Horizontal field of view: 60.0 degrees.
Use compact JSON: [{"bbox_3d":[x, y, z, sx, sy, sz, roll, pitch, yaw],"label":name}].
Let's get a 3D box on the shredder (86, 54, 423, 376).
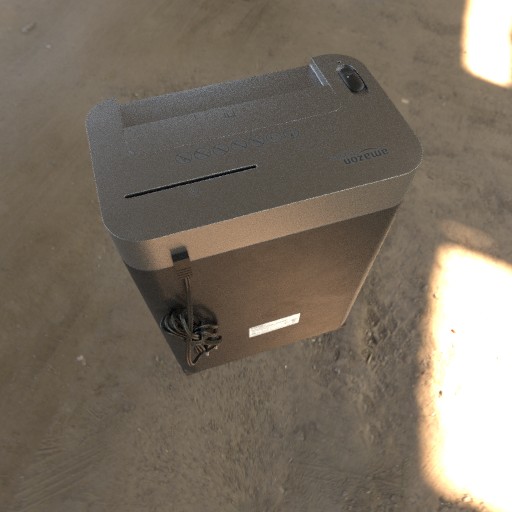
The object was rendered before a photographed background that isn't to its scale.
[{"bbox_3d":[0.000,0.000,0.609,0.311,0.419,0.237,-15,59,-9],"label":"shredder"}]
